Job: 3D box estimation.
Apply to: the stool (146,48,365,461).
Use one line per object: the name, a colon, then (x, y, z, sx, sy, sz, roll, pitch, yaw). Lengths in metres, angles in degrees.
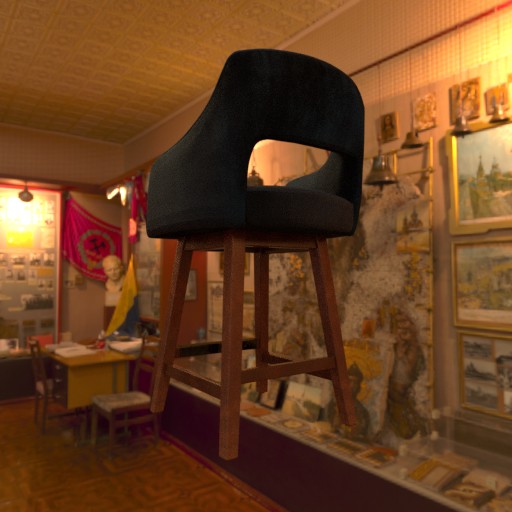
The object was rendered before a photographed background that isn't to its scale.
stool: (0.000, 0.000, 1.275, 0.550, 0.940, 0.560, 2, -3, -35)
